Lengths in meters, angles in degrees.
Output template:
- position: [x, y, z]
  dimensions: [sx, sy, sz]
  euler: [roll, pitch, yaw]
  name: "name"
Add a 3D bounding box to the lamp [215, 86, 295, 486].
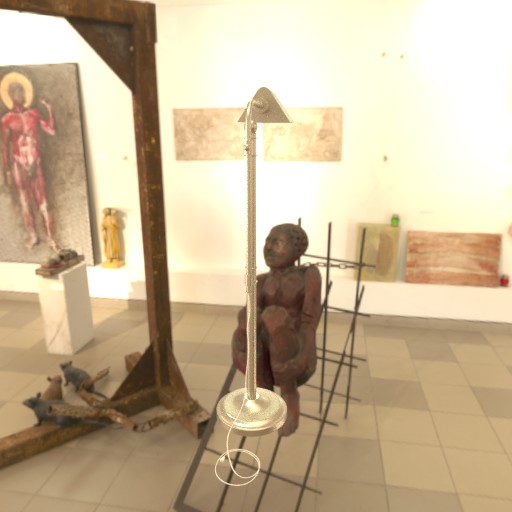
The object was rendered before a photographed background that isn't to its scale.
- position: [0.000, 0.000, 0.961]
  dimensions: [0.159, 0.708, 0.546]
  euler: [3, 16, 9]
  name: "lamp"
